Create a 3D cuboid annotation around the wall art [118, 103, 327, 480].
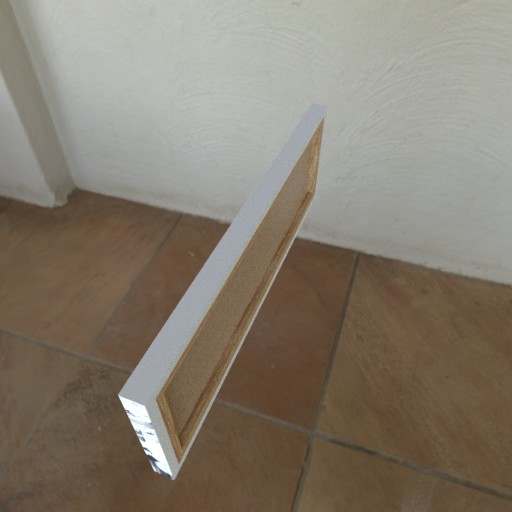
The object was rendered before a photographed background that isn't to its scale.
[{"bbox_3d":[0.000,0.000,0.846,0.038,0.255,0.763,16,48,15],"label":"wall art"}]
